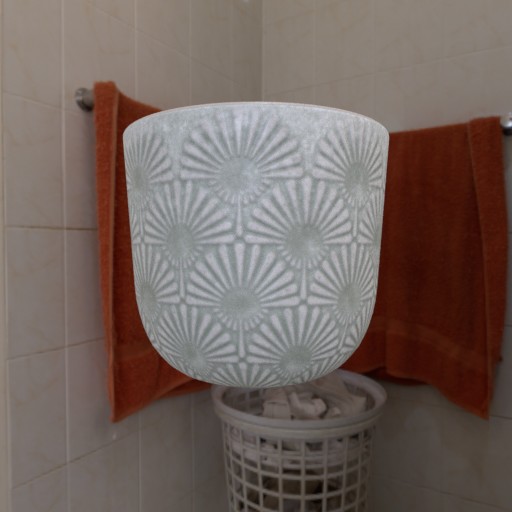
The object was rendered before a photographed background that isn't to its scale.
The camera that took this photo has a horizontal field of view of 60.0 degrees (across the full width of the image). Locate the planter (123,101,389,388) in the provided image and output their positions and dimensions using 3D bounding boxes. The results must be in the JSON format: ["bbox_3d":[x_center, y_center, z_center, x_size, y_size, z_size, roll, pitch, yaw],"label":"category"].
[{"bbox_3d":[0.000,0.000,0.297,0.170,0.152,0.170,0,1,0],"label":"planter"}]
